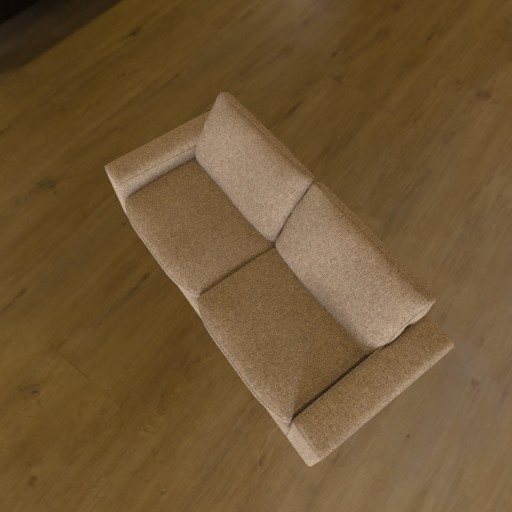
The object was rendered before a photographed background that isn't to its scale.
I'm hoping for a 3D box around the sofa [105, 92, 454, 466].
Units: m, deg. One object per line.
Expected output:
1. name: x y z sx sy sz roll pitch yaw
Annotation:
1. sofa: 0.000 0.000 2.822 1.040 0.922 2.299 -33 66 -17
